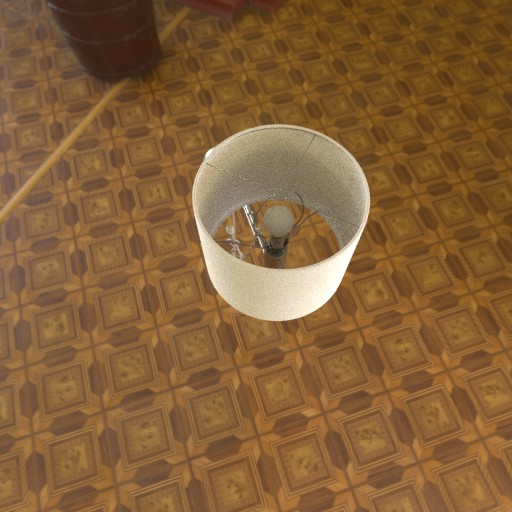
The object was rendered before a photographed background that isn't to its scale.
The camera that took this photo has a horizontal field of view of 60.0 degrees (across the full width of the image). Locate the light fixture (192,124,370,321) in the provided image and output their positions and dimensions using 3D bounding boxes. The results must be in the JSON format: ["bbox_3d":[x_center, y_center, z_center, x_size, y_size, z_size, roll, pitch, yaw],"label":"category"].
[{"bbox_3d":[0.000,0.000,1.055,0.253,0.842,0.479,-17,65,-8],"label":"light fixture"}]
